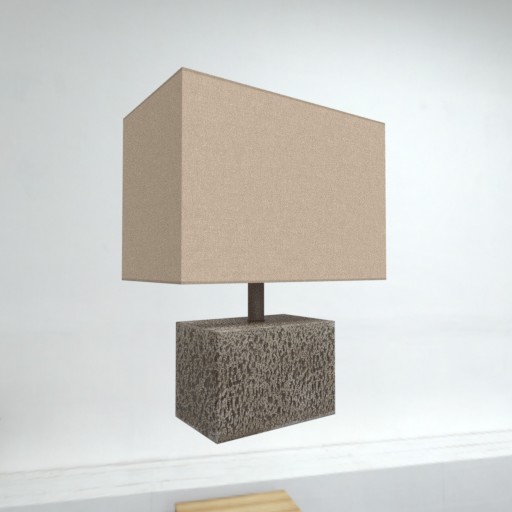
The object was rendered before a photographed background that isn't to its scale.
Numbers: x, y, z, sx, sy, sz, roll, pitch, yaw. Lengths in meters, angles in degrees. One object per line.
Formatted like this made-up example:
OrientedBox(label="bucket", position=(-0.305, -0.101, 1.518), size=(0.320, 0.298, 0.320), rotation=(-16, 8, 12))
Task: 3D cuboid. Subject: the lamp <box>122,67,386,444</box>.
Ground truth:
OrientedBox(label="lamp", position=(0.000, 0.000, 0.577), size=(0.294, 0.411, 0.180), rotation=(1, -2, -34))
